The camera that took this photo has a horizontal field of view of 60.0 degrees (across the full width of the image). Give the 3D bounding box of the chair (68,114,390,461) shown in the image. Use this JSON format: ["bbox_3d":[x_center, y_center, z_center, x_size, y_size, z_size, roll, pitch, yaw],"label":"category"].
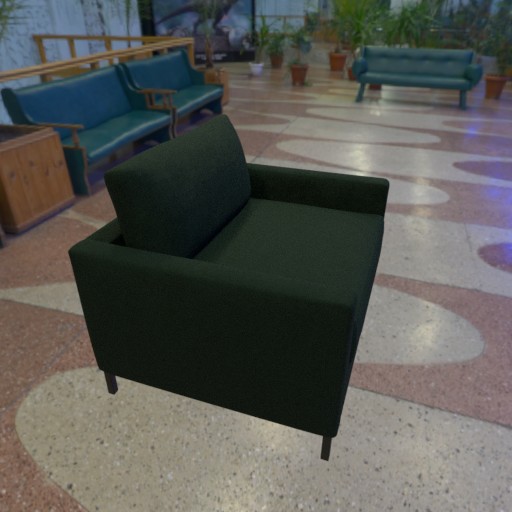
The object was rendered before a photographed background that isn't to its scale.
[{"bbox_3d":[0.000,0.000,1.654,0.866,0.861,0.963,10,32,17],"label":"chair"}]
